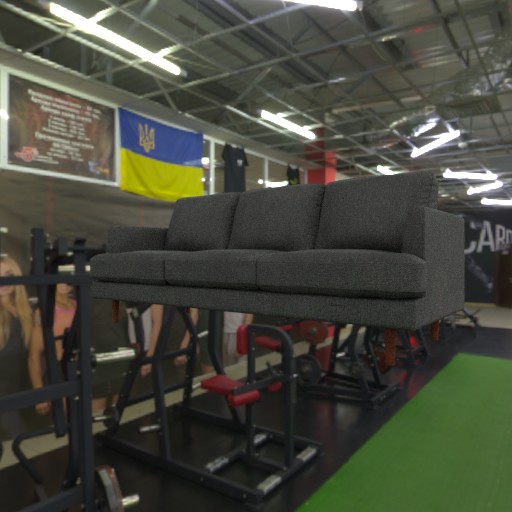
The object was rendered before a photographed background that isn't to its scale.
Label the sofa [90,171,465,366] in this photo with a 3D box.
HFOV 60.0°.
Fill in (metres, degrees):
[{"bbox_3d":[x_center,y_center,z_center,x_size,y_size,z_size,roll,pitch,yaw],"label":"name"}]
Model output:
[{"bbox_3d":[0.000,0.000,2.745,2.246,0.930,0.903,0,0,37],"label":"sofa"}]
